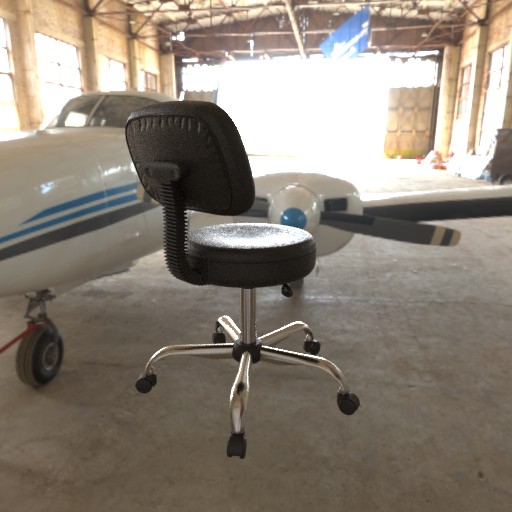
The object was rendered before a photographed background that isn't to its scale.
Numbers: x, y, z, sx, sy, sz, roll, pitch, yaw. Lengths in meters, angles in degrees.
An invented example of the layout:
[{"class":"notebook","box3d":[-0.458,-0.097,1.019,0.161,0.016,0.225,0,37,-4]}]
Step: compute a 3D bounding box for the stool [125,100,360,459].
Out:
[{"class":"stool","box3d":[0.000,0.000,1.349,0.648,0.862,0.673,-14,20,-43]}]
